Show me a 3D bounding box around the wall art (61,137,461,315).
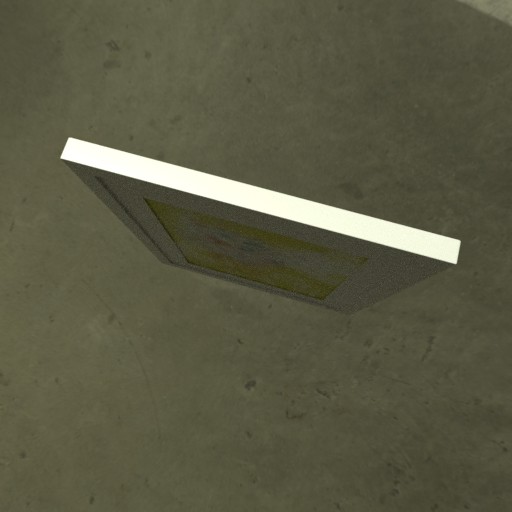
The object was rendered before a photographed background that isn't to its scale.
[{"bbox_3d":[0.000,0.000,0.760,0.454,0.556,0.028,15,77,4],"label":"wall art"}]
